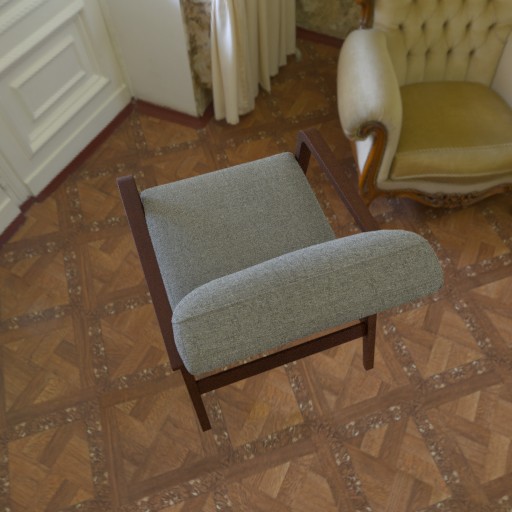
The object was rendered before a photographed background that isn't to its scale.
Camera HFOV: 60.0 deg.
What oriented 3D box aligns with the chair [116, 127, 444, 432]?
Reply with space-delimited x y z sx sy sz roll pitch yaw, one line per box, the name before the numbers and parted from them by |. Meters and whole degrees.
chair | 0.000 0.000 1.429 0.704 0.847 0.858 -17 60 -10
